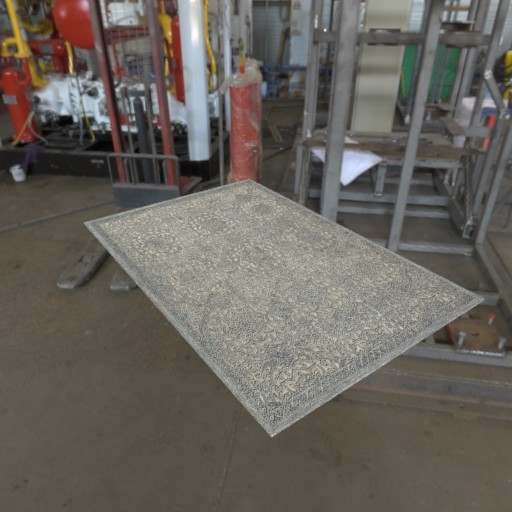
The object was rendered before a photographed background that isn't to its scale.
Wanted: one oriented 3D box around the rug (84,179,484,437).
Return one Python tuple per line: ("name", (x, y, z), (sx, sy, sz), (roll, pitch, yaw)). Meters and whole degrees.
("rug", (0.000, 0.000, 2.313), (1.208, 0.012, 1.819), (-21, 37, -30))
